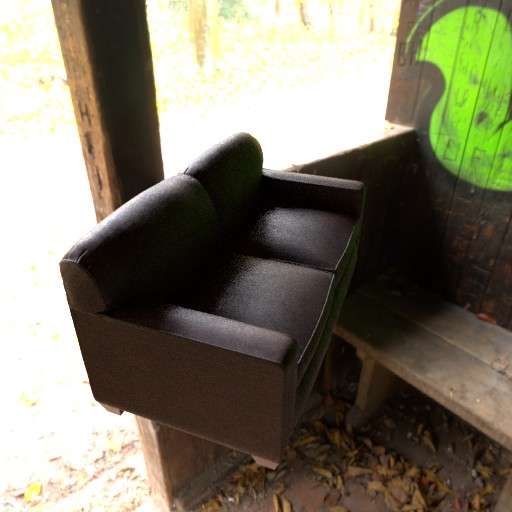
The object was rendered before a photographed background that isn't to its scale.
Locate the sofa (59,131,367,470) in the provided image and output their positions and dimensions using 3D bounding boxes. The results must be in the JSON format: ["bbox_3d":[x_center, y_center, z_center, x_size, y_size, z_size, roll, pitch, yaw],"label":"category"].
[{"bbox_3d":[0.000,0.000,2.499,1.000,0.966,1.856,11,33,18],"label":"sofa"}]
